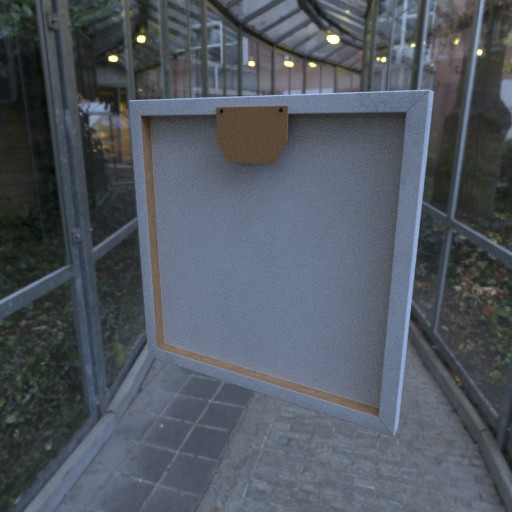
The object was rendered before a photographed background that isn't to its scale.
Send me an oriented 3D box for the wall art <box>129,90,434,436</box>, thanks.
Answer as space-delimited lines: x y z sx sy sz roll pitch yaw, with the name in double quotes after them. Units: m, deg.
0.000 0.000 0.893 0.605 0.605 0.044 9 19 28 "wall art"
